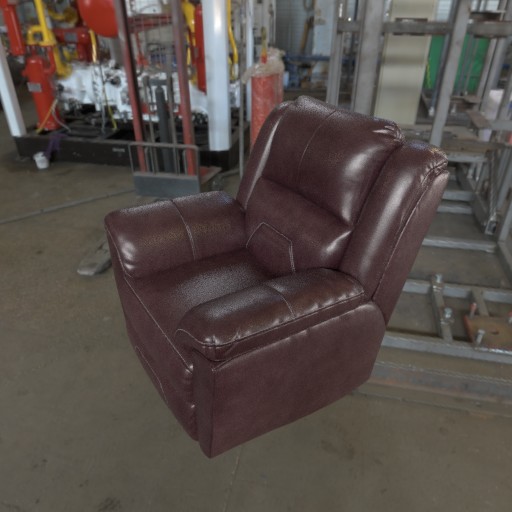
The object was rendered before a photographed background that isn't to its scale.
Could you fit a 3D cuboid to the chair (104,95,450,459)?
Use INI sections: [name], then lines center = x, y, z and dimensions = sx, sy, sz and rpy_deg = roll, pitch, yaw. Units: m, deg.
[chair]
center = 0.000, 0.000, 1.826
dimensions = 1.041, 1.093, 0.990
rpy_deg = -19, 37, -28
